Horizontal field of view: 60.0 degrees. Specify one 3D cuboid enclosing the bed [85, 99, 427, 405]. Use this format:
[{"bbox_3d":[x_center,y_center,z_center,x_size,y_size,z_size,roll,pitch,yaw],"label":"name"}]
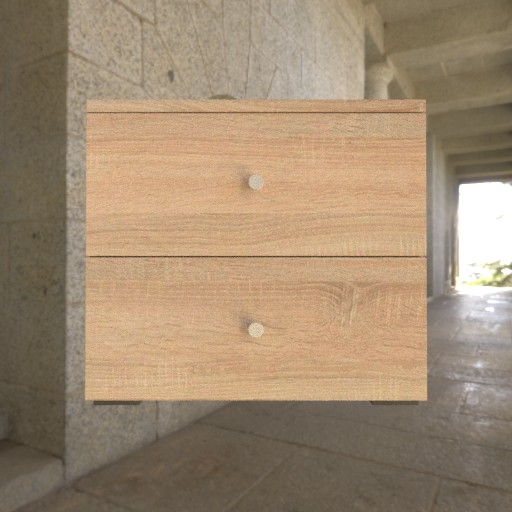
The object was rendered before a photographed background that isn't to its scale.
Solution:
[{"bbox_3d":[0.000,0.000,0.779,0.460,0.420,0.401,0,-1,0],"label":"bed"}]
